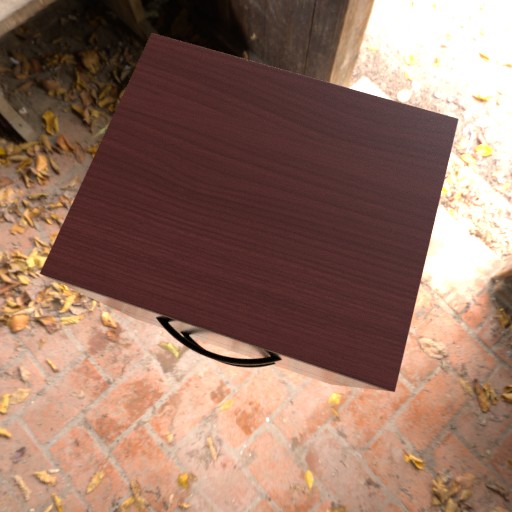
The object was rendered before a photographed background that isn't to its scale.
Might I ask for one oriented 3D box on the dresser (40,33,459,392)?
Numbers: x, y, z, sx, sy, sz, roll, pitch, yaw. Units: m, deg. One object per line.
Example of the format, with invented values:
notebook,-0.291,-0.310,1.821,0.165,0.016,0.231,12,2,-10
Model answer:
dresser,0.000,0.000,0.735,0.400,0.470,0.360,18,76,5
